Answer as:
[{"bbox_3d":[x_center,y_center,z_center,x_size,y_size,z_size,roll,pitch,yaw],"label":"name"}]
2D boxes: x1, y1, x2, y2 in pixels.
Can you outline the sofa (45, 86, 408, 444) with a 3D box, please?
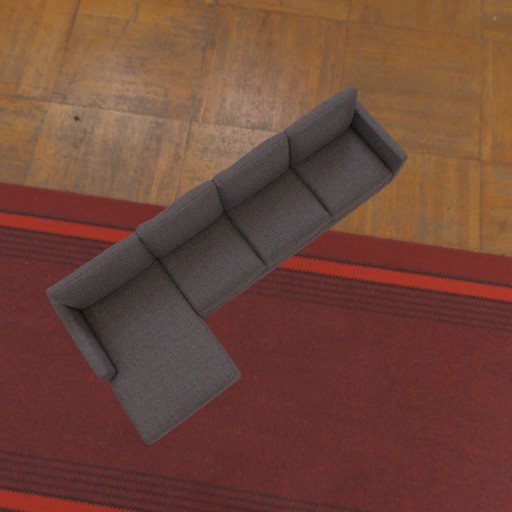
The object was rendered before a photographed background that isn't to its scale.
[{"bbox_3d":[0.000,0.000,3.270,2.731,0.754,1.258,-36,78,-9],"label":"sofa"}]
